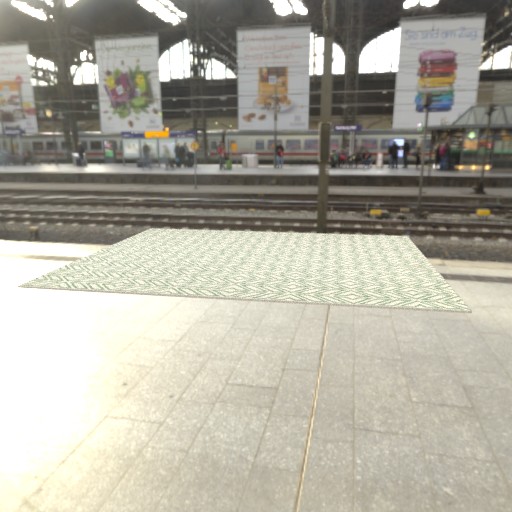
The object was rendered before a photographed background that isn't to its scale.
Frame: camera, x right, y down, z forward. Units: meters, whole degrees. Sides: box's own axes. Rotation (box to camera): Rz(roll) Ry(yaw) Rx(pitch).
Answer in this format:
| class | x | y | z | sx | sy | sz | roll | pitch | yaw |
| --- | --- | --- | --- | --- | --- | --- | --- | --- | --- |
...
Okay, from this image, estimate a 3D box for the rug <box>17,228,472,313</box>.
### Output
| class | x | y | z | sx | sy | sz | roll | pitch | yaw |
| --- | --- | --- | --- | --- | --- | --- | --- | --- | --- |
| rug | 0.000 | 0.000 | 4.071 | 3.050 | 0.017 | 2.441 | 2 | 14 | 9 |
